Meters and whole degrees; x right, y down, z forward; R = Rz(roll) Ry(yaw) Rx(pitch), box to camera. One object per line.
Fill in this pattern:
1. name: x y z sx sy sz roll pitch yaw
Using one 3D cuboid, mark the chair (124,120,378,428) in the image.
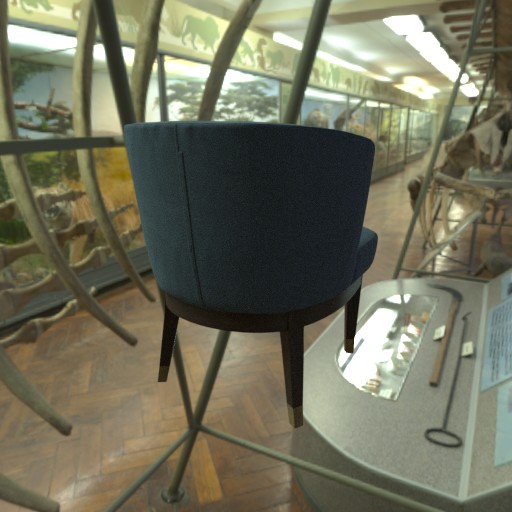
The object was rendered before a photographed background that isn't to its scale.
1. chair: 0.000 0.000 1.318 0.661 0.760 0.702 9 18 27
